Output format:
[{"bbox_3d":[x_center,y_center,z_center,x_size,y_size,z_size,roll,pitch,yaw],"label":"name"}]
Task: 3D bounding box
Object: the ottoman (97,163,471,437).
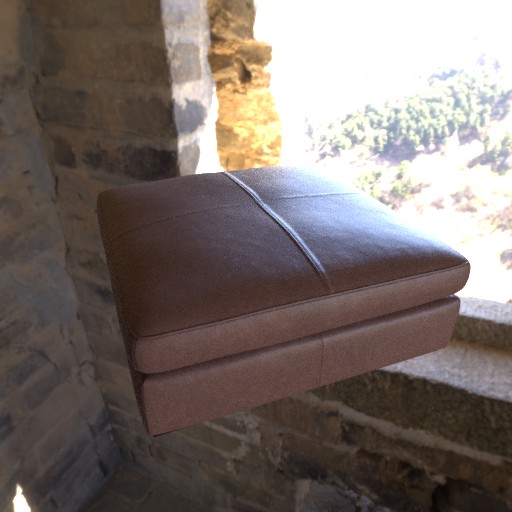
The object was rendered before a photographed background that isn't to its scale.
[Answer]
[{"bbox_3d":[0.000,0.000,1.835,1.168,0.490,1.168,-11,31,-18],"label":"ottoman"}]
